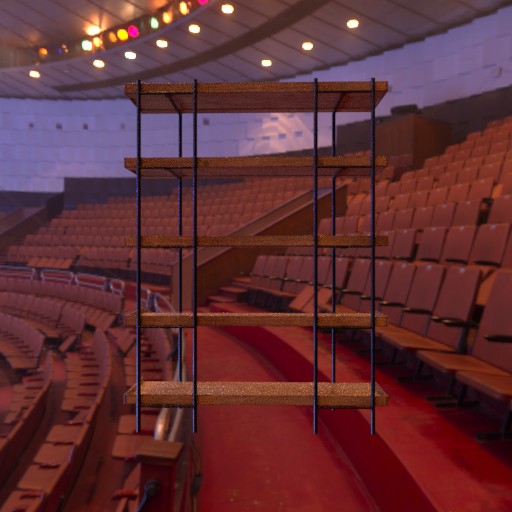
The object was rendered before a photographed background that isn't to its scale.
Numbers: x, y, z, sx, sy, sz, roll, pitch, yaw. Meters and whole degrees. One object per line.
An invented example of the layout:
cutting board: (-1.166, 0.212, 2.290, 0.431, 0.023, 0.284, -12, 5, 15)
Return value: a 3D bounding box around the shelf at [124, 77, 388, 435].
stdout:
shelf: (0.000, 0.000, 2.468, 1.371, 1.826, 0.379, 0, 0, 1)
